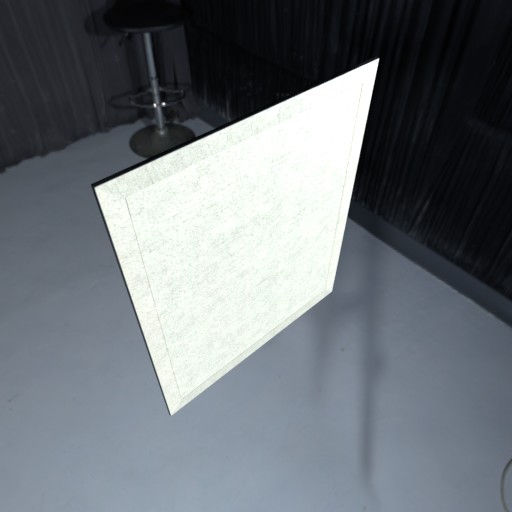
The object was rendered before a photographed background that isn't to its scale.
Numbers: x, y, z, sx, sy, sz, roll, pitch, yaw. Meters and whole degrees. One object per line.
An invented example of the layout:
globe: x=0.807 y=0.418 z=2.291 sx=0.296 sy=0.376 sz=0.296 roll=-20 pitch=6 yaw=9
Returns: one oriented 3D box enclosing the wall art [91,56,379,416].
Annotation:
wall art: x=0.000 y=0.000 z=0.627 sx=0.381 sy=0.457 sz=0.023 roll=-33 pitch=55 yaw=-27
